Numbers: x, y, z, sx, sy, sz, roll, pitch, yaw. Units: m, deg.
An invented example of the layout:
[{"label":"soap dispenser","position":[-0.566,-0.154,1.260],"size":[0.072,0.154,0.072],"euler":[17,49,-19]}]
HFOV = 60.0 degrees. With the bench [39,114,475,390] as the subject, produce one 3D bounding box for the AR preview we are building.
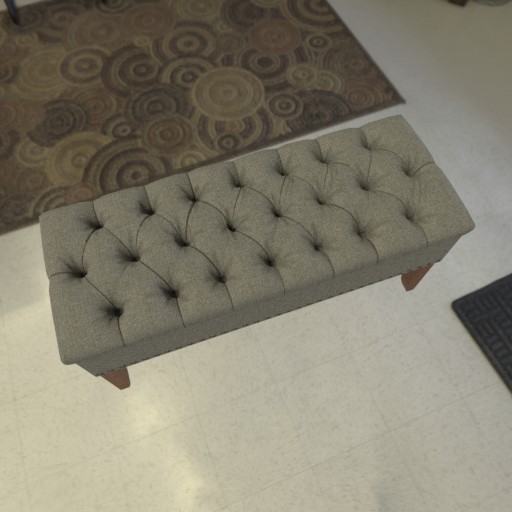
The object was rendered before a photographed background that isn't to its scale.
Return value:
[{"label":"bench","position":[0.000,0.000,1.312],"size":[1.052,0.470,0.417],"euler":[-17,64,-9]}]
